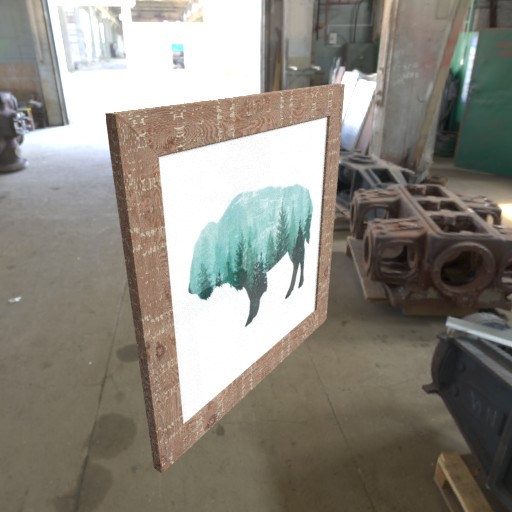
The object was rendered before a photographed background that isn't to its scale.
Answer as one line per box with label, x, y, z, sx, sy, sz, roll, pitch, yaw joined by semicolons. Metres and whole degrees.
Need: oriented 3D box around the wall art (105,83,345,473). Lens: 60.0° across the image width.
wall art;0.000;0.000;0.552;0.022;0.380;0.380;17;30;32
